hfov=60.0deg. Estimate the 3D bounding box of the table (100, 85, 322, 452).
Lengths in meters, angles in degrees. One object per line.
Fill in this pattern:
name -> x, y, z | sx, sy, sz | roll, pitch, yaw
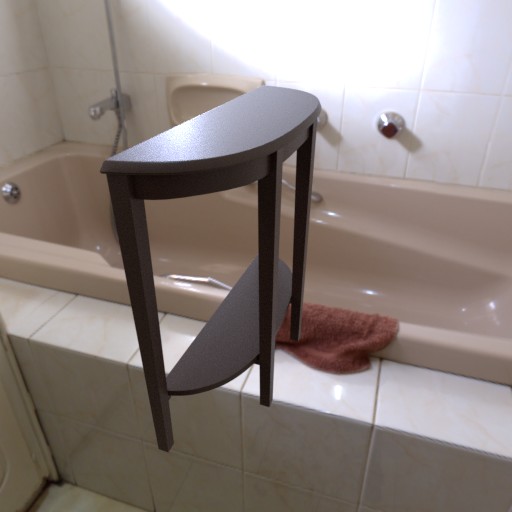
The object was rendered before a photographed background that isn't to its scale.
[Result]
table -> 0.000, 0.000, 1.341 | 0.274, 0.831, 0.909 | 11, 32, 18
